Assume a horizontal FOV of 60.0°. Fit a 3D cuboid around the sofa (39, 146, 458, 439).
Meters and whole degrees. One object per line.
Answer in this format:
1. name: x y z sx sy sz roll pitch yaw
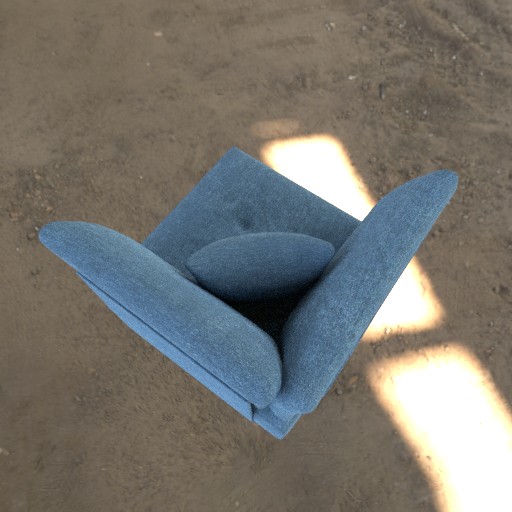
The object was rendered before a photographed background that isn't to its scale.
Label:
1. sofa: 0.000 0.000 1.772 1.000 0.820 1.000 33 69 15
